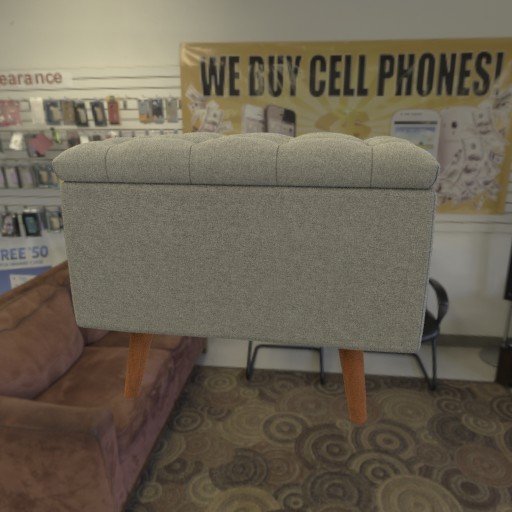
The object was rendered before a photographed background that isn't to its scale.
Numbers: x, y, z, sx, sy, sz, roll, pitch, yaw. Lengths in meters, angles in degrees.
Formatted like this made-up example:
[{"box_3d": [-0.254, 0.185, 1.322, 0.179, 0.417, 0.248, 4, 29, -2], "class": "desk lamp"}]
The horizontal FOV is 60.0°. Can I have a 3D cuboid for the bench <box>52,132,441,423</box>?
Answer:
[{"box_3d": [0.000, 0.000, 0.874, 0.572, 0.469, 0.417, 3, 16, 9], "class": "bench"}]
